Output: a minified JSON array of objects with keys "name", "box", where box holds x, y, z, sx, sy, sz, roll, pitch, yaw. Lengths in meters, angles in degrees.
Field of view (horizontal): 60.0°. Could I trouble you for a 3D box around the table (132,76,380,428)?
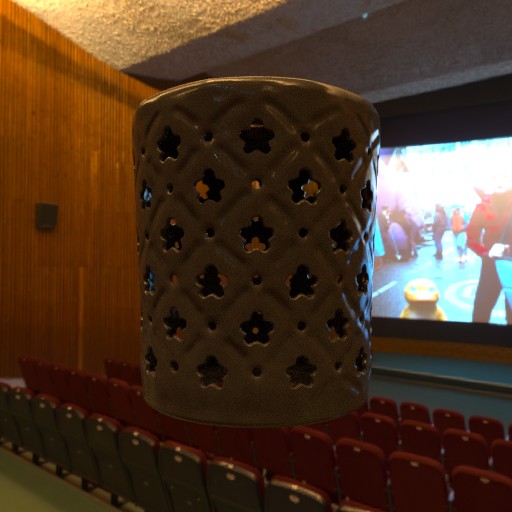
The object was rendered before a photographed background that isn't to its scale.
[{"name":"table","box":[0.000,0.000,0.642,0.352,0.387,0.352,0,-1,0]}]
